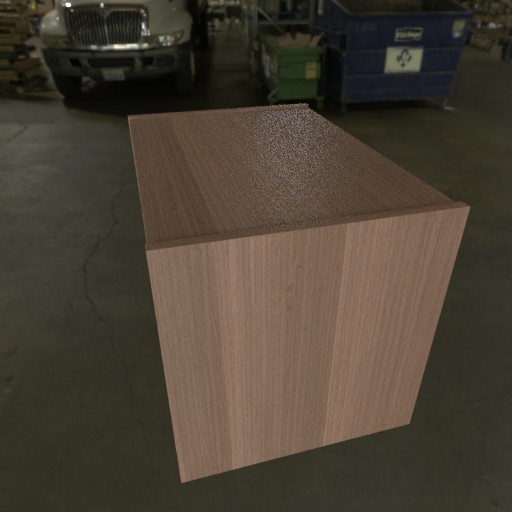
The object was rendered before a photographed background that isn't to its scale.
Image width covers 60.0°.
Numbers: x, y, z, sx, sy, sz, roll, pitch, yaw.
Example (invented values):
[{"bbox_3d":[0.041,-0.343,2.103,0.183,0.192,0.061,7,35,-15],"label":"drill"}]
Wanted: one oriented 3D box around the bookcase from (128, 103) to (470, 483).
[{"bbox_3d":[0.000,0.000,0.620,0.290,0.305,0.415,-8,33,-13],"label":"bookcase"}]
